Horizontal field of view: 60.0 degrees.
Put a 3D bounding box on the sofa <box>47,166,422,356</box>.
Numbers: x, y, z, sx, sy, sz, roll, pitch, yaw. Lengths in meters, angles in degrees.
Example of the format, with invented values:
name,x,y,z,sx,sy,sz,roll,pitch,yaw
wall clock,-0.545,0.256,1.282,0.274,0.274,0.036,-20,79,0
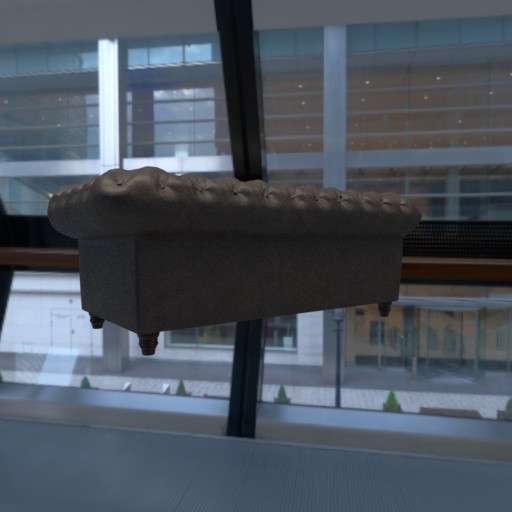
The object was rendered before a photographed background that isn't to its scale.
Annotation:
name,x,y,z,sx,sy,sz,roll,pitch,yaw
sofa,0.000,0.000,2.555,2.048,0.779,0.944,-1,2,-37
